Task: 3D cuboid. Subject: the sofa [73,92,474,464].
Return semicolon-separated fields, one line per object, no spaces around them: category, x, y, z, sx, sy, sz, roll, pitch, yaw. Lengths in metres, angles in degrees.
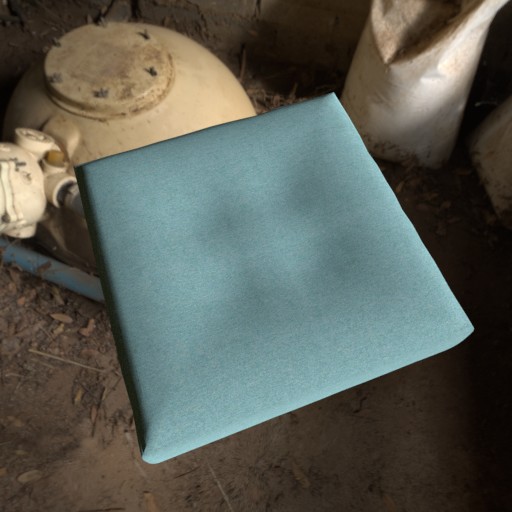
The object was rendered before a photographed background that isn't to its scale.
sofa;0.000;0.000;1.406;0.930;0.330;0.930;-18;66;-8
